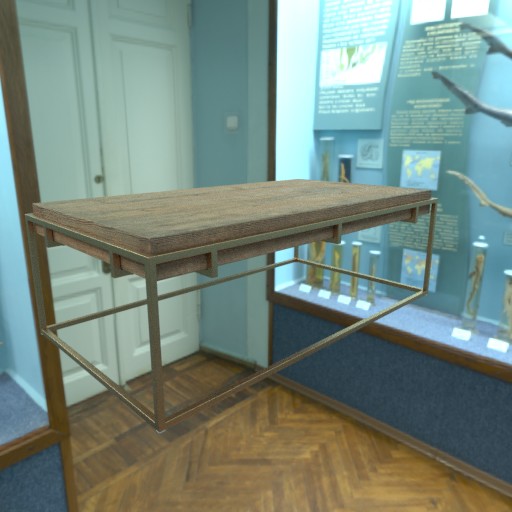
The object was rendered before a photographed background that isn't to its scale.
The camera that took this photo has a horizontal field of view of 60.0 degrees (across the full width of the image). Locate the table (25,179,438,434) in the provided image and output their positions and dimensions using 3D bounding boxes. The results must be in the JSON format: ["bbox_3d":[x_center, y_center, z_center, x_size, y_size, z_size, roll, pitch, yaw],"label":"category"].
[{"bbox_3d":[0.000,0.000,1.719,1.387,0.468,0.775,-14,20,-42],"label":"table"}]
